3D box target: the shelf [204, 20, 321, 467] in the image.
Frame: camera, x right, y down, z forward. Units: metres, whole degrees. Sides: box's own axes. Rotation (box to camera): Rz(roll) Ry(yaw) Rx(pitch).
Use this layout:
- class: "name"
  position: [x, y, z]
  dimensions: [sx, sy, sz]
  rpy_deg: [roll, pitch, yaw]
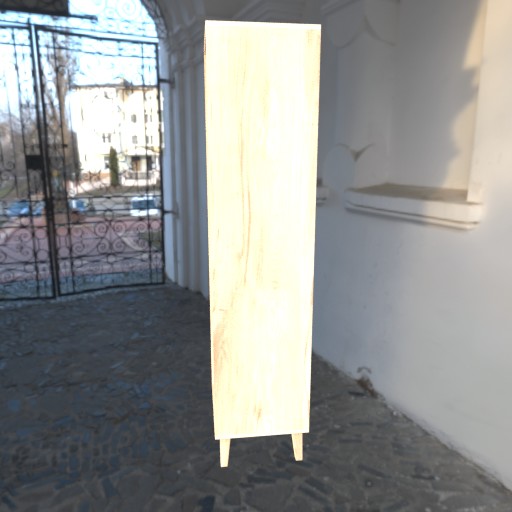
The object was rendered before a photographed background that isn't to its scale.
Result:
- class: "shelf"
  position: [0.000, 0.000, 2.172]
  dimensions: [0.450, 1.960, 0.510]
  rpy_deg: [-2, 13, -7]
